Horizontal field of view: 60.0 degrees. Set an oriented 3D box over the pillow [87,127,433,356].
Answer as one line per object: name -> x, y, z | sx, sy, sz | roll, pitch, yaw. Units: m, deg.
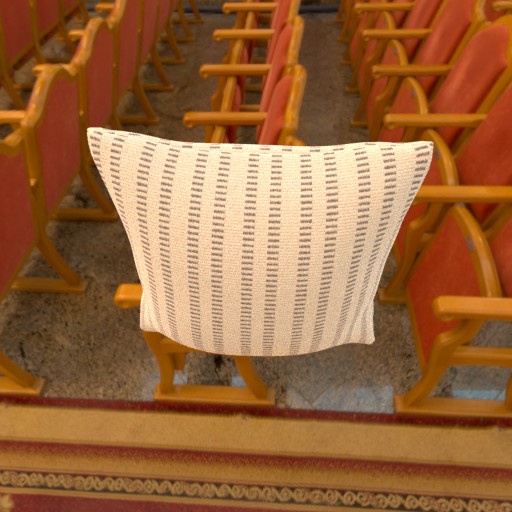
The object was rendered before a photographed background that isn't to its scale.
pillow -> 0.000, 0.000, 0.691 | 0.438, 0.419, 0.247 | 3, 45, 3
